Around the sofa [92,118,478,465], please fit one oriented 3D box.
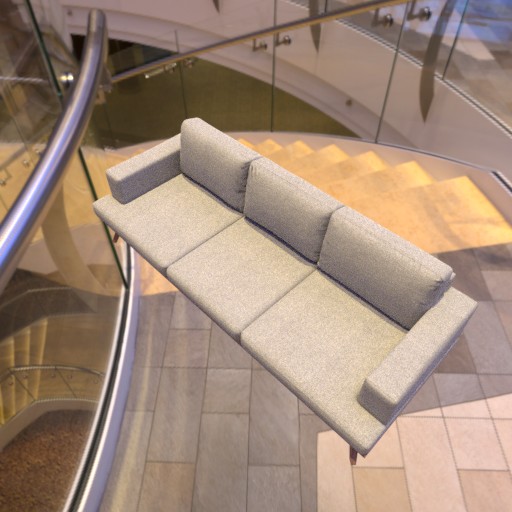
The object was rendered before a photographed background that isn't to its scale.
[{"bbox_3d":[0.000,0.000,2.695,0.920,0.810,2.310,-36,57,-28],"label":"sofa"}]
